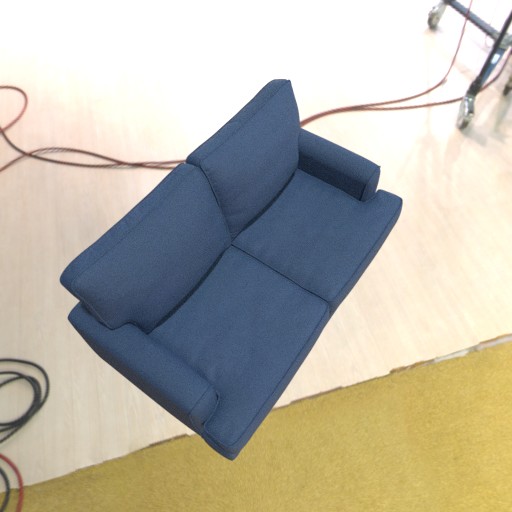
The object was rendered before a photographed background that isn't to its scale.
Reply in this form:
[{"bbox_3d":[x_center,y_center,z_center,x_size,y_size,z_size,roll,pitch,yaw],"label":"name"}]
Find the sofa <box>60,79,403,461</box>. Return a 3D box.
[{"bbox_3d":[0.000,0.000,2.269,0.965,0.965,1.651,31,63,18],"label":"sofa"}]
